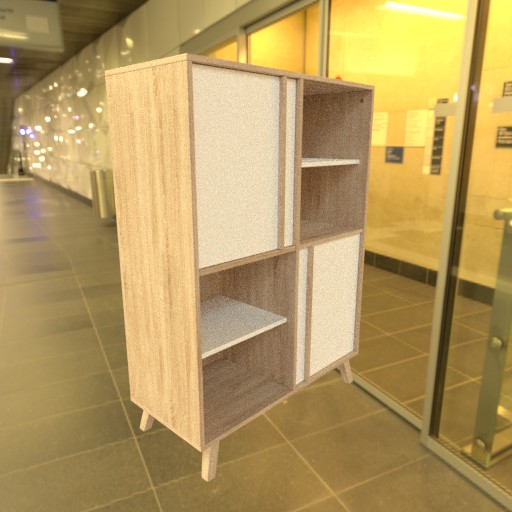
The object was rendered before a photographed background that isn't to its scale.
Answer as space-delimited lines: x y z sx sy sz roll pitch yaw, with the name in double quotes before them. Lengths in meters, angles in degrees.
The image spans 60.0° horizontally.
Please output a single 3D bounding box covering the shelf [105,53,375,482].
"shelf" 0.000 0.000 1.861 0.450 1.390 1.000 13 20 42
